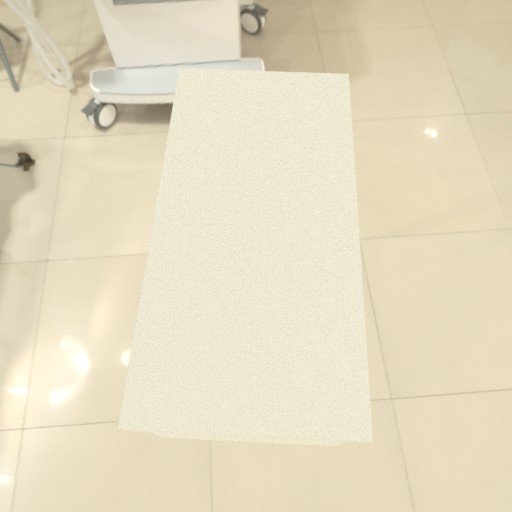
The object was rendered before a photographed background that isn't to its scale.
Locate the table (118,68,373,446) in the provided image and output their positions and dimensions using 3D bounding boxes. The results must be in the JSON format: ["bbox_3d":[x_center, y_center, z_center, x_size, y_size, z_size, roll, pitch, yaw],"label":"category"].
[{"bbox_3d":[0.000,0.000,1.283,0.500,0.441,1.000,2,64,1],"label":"table"}]
